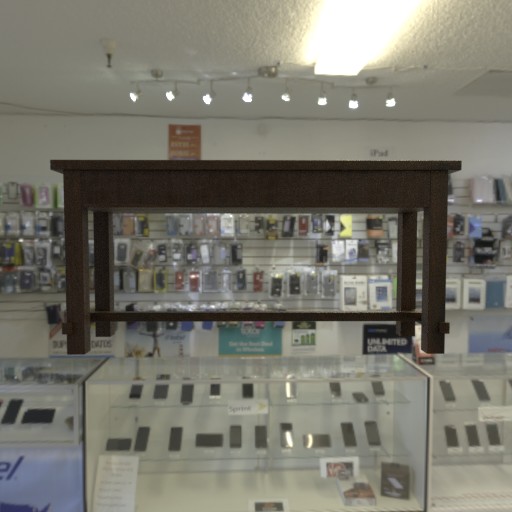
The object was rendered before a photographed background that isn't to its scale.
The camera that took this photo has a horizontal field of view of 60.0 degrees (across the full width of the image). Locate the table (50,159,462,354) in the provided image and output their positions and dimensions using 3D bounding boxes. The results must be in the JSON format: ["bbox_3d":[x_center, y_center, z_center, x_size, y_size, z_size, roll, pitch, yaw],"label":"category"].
[{"bbox_3d":[0.000,0.000,1.949,1.599,0.762,0.442,0,2,0],"label":"table"}]
